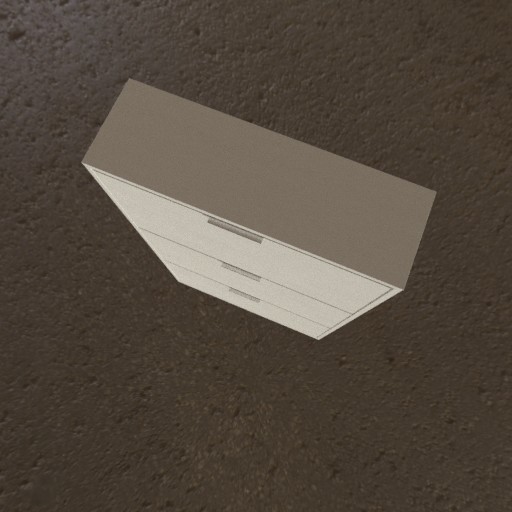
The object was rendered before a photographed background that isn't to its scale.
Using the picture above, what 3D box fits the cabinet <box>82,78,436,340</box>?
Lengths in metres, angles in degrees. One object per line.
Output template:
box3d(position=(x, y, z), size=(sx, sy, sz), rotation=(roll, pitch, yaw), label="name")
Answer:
box3d(position=(0.000, 0.000, 1.592), size=(0.750, 1.280, 0.250), rotation=(22, 76, 6), label="cabinet")
